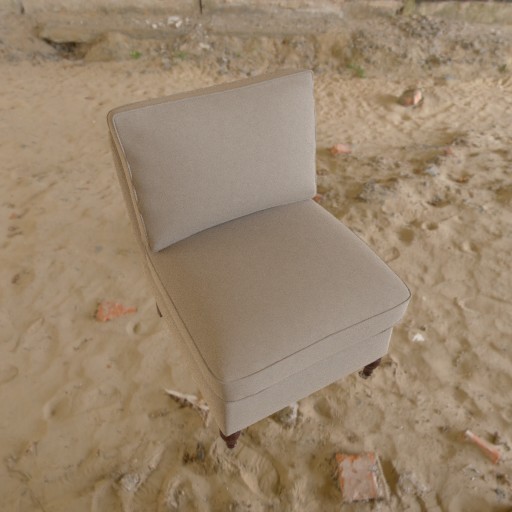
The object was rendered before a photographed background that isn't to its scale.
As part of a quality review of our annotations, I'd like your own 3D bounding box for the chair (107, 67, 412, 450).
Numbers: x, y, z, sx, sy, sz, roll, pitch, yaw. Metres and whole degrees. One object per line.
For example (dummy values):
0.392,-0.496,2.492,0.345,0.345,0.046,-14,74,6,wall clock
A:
0.000,0.000,1.608,0.724,1.052,0.912,-20,48,-20,chair
